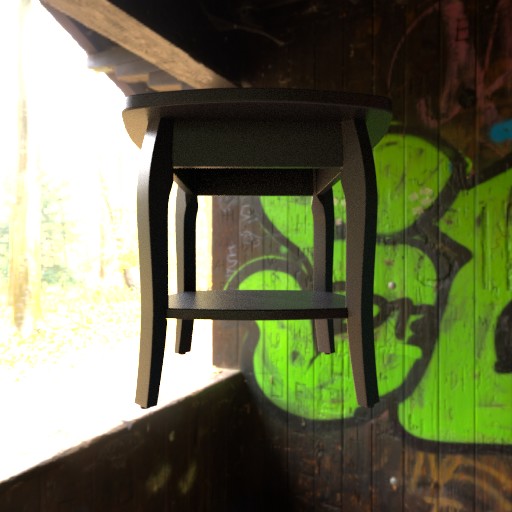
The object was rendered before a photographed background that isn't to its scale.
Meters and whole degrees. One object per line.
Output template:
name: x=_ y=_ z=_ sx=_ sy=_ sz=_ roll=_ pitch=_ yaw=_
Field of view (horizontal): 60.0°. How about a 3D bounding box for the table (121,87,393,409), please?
table: x=0.000 y=0.000 z=0.853 sx=0.457 sy=0.457 sz=0.508 roll=0 pitch=0 yaw=-1
